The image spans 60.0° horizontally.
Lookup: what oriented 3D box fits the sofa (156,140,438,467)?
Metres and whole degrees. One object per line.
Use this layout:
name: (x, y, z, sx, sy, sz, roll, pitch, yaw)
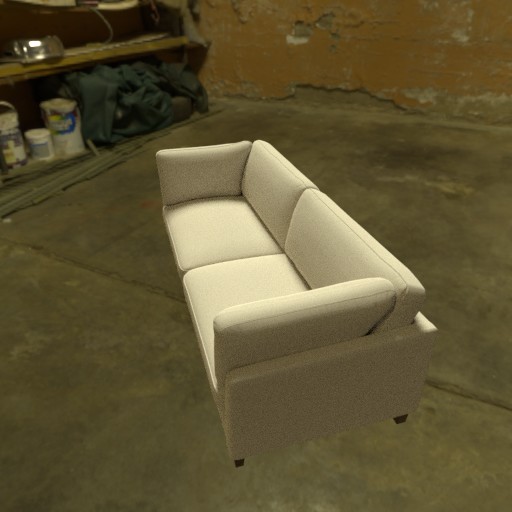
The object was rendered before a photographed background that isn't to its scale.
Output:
sofa: (0.000, 0.000, 2.770, 0.957, 0.863, 2.301, -9, 32, -14)
